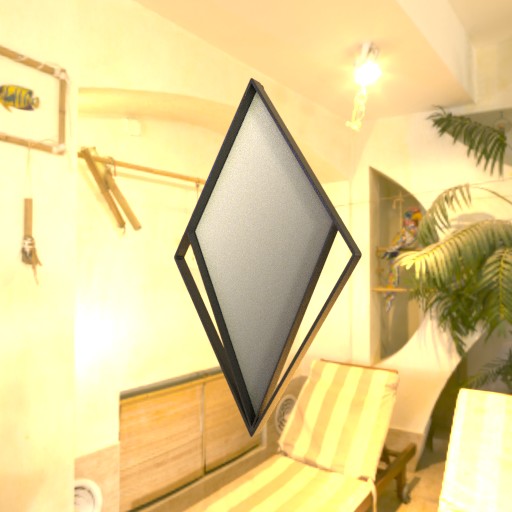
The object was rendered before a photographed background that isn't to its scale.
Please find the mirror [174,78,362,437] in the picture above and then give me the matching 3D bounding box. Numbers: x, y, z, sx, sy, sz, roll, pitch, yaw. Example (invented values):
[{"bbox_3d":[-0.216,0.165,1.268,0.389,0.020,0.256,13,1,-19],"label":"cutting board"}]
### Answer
[{"bbox_3d":[0.000,0.000,0.849,0.419,0.679,0.032,-1,-2,36],"label":"mirror"}]
